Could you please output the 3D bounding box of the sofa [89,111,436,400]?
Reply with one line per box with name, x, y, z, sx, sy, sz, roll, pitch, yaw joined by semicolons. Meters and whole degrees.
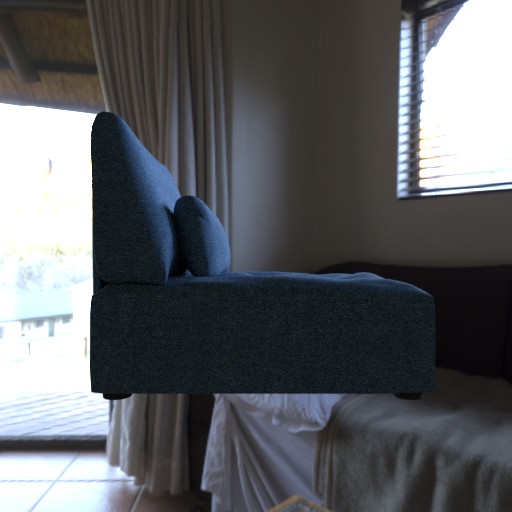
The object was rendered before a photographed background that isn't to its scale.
sofa;0.000;0.000;1.586;1.000;0.820;0.700;0;-1;0
